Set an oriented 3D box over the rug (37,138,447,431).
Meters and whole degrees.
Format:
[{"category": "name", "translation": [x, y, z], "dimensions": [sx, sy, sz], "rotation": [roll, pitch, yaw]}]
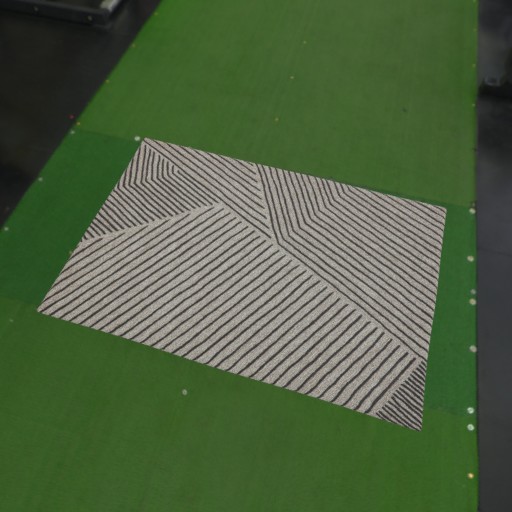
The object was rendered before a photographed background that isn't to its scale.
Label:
[{"category": "rug", "translation": [0.000, 0.000, 2.308], "dimensions": [1.842, 0.019, 1.237], "rotation": [15, 60, 9]}]
